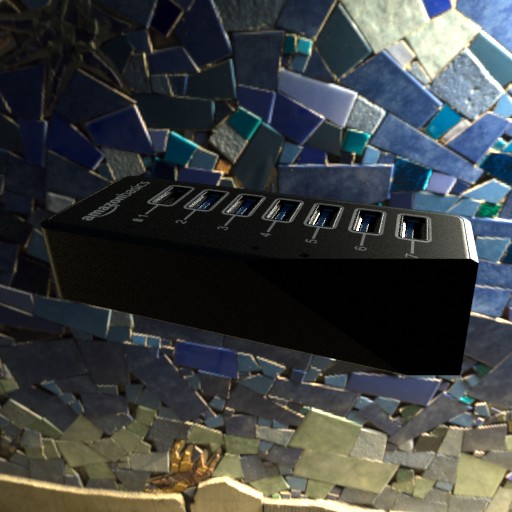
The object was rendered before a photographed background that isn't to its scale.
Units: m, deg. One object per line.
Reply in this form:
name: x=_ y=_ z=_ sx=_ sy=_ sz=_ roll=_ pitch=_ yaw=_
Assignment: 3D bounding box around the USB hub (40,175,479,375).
USB hub: x=0.000 y=0.000 z=0.125 sx=0.110 sy=0.023 sz=0.044 roll=9 pitch=30 yaw=16
